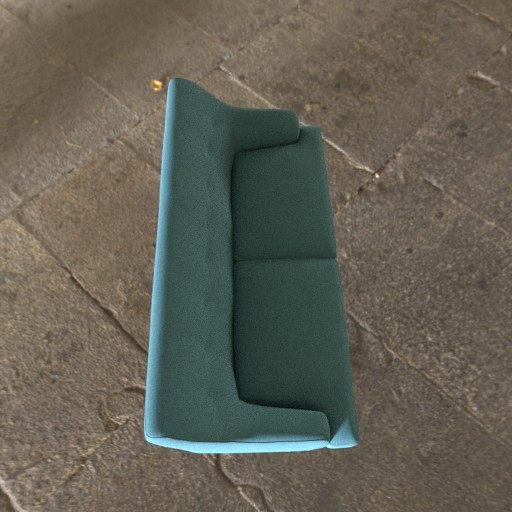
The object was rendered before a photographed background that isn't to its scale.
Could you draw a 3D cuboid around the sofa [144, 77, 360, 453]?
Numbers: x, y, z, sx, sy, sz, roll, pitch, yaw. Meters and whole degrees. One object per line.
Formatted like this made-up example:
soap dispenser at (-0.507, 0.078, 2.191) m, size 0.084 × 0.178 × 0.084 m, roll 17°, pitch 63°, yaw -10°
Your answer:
sofa at (0.000, 0.000, 2.556) m, size 0.978 × 0.871 × 2.057 m, roll -2°, pitch 64°, yaw -1°
